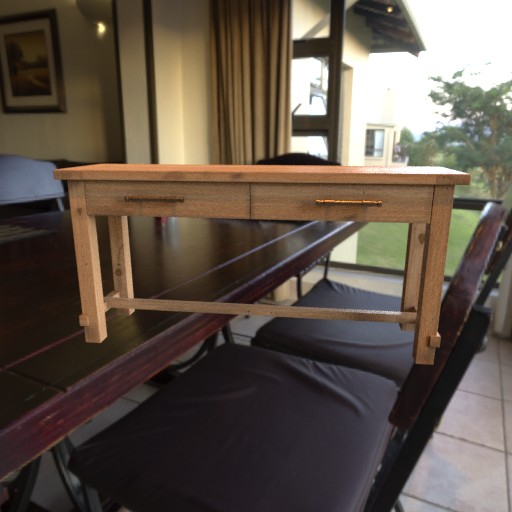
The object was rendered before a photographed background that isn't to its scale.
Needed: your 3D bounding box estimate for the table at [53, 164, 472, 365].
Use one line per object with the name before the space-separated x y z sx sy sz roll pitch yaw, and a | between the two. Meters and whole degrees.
table | 0.000 0.000 1.958 1.599 0.762 0.442 2 15 8
